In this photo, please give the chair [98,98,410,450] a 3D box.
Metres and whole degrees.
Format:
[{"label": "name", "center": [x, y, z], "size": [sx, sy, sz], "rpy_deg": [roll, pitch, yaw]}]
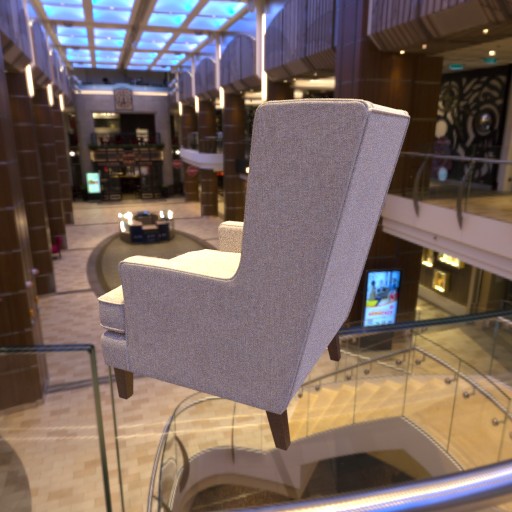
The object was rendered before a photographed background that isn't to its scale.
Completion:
[{"label": "chair", "center": [0.000, 0.000, 1.699], "size": [0.948, 1.082, 0.764], "rpy_deg": [7, 18, 24]}]
